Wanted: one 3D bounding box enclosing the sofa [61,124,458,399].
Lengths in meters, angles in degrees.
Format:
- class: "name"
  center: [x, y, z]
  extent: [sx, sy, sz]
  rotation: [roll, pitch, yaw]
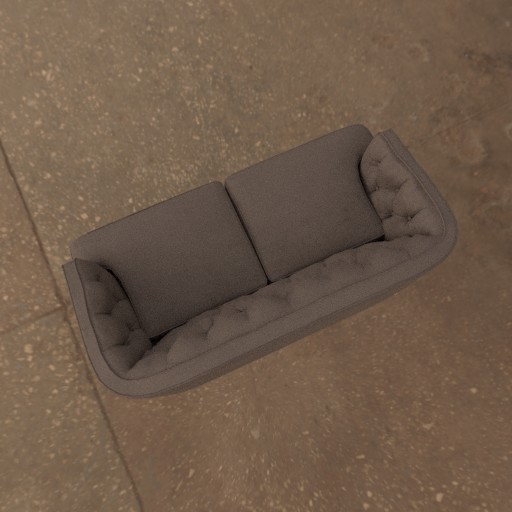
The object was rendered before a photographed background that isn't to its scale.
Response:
- class: "sofa"
  center: [0.000, 0.000, 2.292]
  extent: [1.733, 0.855, 0.941]
  rotation: [-23, 76, -6]
